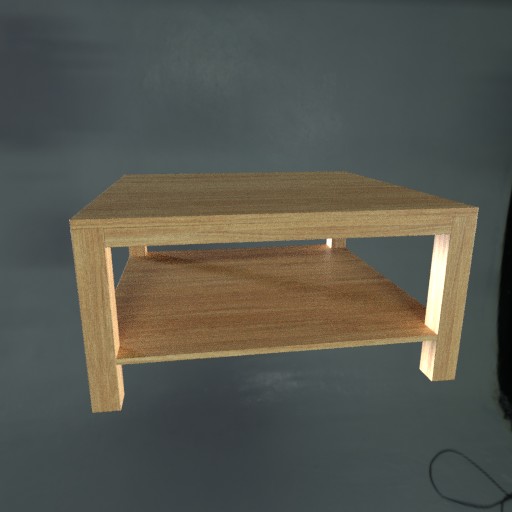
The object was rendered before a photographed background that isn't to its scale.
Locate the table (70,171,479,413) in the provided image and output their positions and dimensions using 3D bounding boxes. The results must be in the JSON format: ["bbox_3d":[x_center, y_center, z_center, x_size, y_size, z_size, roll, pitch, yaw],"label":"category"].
[{"bbox_3d":[0.000,0.000,1.446,0.900,0.450,0.900,-3,16,-9],"label":"table"}]
